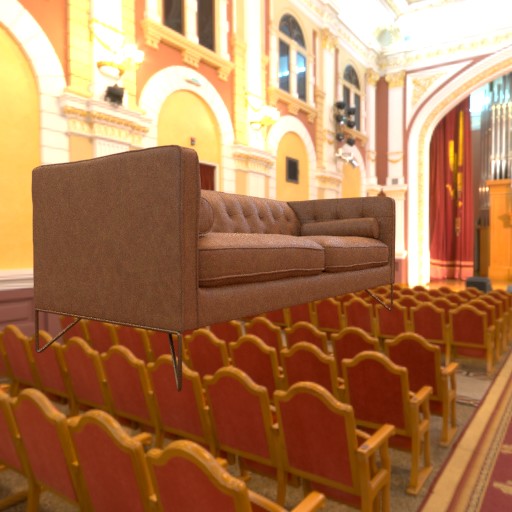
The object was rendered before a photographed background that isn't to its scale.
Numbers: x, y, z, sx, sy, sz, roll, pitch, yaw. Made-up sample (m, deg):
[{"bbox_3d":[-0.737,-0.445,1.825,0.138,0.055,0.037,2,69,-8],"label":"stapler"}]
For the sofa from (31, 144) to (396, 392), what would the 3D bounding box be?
[{"bbox_3d":[0.000,0.000,2.473,0.912,0.798,2.079,1,2,35],"label":"sofa"}]
